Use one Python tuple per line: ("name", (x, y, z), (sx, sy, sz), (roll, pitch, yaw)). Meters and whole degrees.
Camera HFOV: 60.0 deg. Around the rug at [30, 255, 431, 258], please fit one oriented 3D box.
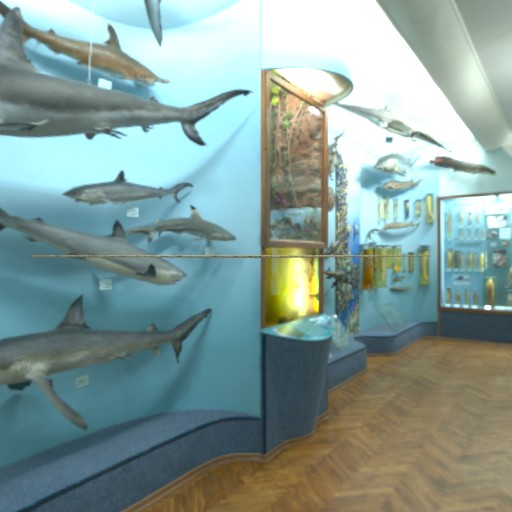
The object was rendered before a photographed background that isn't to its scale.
("rug", (0.000, 0.000, 4.335), (2.438, 0.012, 3.200), (0, 0, 36))
